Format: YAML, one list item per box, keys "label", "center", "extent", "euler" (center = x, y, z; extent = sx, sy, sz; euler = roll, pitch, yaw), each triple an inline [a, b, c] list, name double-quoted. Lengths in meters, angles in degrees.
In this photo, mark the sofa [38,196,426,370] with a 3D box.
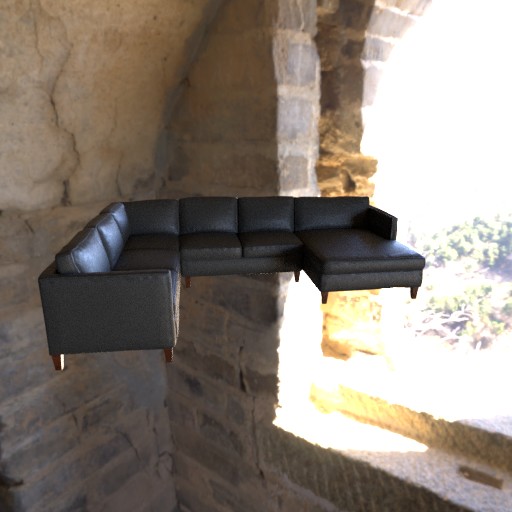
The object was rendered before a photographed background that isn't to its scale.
- label: "sofa"
  center: [0.000, 0.000, 4.568]
  extent: [3.460, 0.923, 2.593]
  euler: [-2, 17, -8]
